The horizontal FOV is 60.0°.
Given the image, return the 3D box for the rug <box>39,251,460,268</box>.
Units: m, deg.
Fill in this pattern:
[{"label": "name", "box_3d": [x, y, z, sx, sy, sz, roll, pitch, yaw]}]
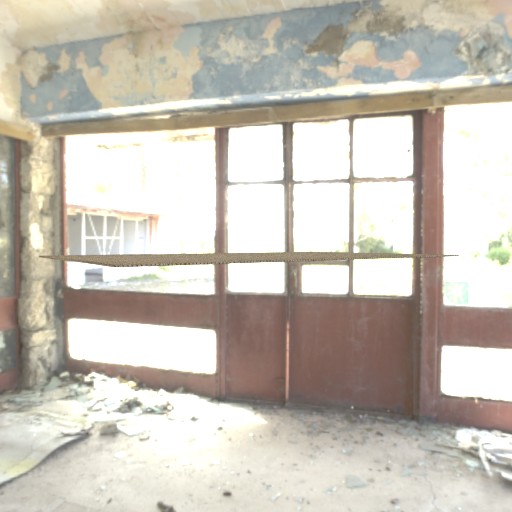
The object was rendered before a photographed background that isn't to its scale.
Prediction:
[{"label": "rug", "box_3d": [0.000, 0.000, 3.024, 2.439, 0.011, 1.533, -1, 2, -36]}]
